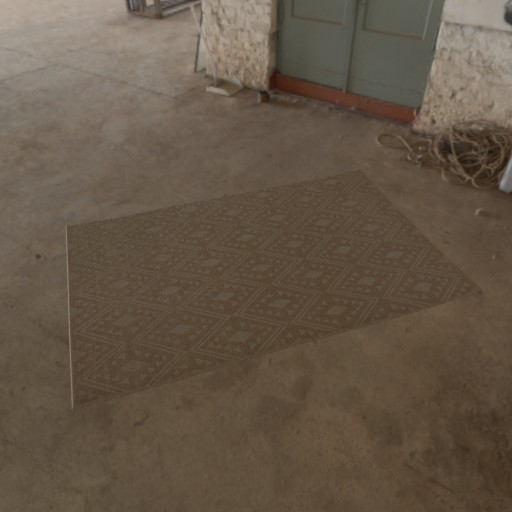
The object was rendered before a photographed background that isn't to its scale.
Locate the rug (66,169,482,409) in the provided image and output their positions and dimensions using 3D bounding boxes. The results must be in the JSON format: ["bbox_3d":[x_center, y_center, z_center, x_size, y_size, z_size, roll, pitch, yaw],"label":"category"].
[{"bbox_3d":[0.000,0.000,3.007,2.430,0.053,1.553,-13,43,-14],"label":"rug"}]
